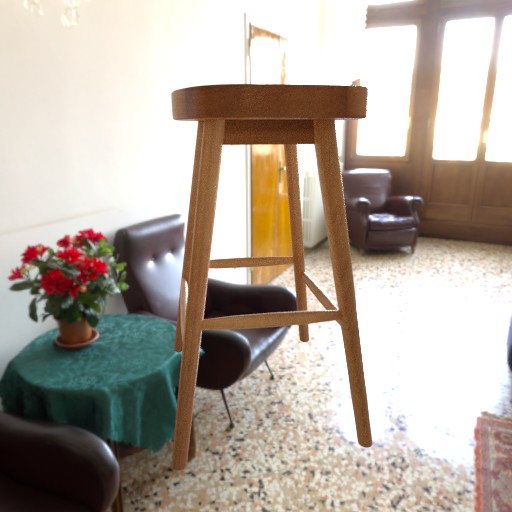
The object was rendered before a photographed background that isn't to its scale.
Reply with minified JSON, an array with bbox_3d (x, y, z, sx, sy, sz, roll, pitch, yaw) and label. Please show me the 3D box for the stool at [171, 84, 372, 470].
[{"bbox_3d":[0.000,0.000,0.892,0.361,0.615,0.440,-3,17,-9],"label":"stool"}]
